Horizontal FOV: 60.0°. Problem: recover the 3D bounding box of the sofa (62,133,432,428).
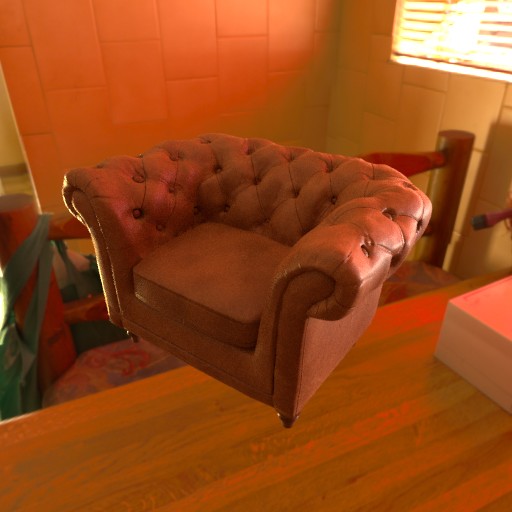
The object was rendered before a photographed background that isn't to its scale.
[{"bbox_3d":[0.000,0.000,2.060,1.405,0.878,1.033,19,35,30],"label":"sofa"}]
